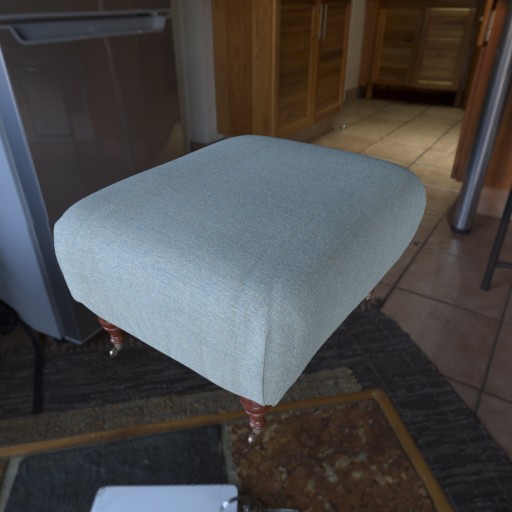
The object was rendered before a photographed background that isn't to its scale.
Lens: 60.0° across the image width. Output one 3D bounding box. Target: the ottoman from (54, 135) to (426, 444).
[{"bbox_3d":[0.000,0.000,1.115,0.622,0.450,0.747,20,37,30],"label":"ottoman"}]
